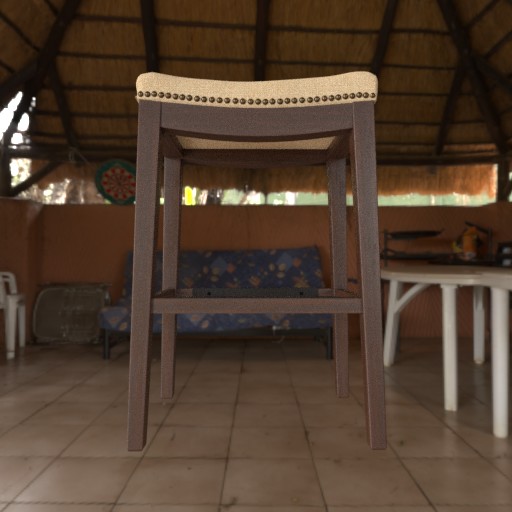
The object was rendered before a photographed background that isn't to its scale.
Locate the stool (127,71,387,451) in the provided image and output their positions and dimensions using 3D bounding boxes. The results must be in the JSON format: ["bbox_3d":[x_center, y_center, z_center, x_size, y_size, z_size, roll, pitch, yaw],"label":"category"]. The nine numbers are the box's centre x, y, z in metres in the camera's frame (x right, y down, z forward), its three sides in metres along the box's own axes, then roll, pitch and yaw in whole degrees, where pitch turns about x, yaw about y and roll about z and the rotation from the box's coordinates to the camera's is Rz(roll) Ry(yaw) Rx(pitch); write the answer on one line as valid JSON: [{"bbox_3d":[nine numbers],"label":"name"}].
[{"bbox_3d":[0.000,0.000,1.051,0.509,0.768,0.363,0,-1,-1],"label":"stool"}]
